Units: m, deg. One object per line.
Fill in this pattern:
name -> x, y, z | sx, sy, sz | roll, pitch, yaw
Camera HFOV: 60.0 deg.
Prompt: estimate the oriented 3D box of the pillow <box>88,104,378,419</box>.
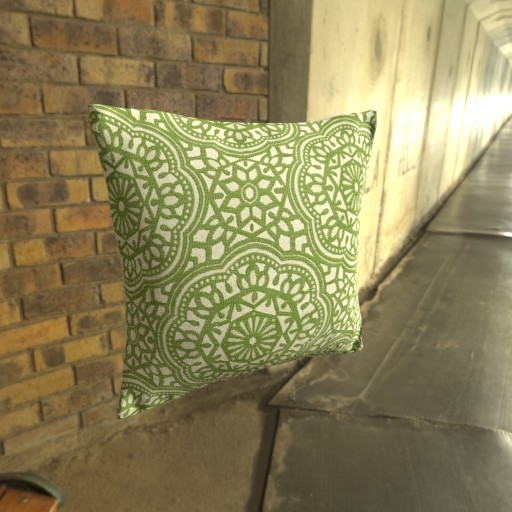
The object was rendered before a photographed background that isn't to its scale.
pillow -> 0.000, 0.000, 0.658 | 0.440, 0.419, 0.162 | -8, 18, -27
